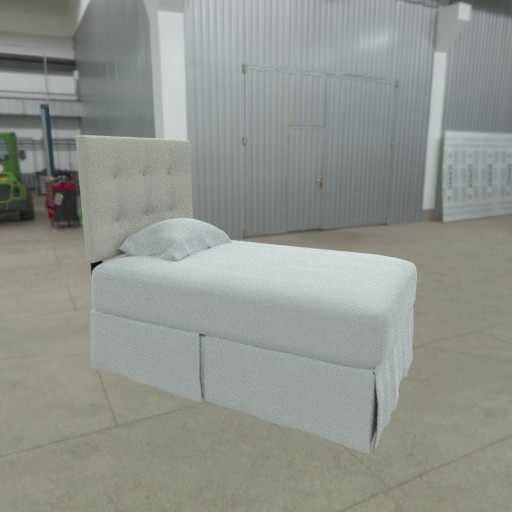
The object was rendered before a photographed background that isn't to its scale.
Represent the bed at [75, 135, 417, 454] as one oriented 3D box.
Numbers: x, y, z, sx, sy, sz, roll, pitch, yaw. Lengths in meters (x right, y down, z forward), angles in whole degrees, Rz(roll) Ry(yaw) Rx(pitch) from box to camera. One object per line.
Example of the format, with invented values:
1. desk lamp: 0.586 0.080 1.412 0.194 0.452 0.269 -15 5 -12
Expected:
1. bed: 0.000 0.000 2.983 1.997 1.571 1.261 7 14 27
